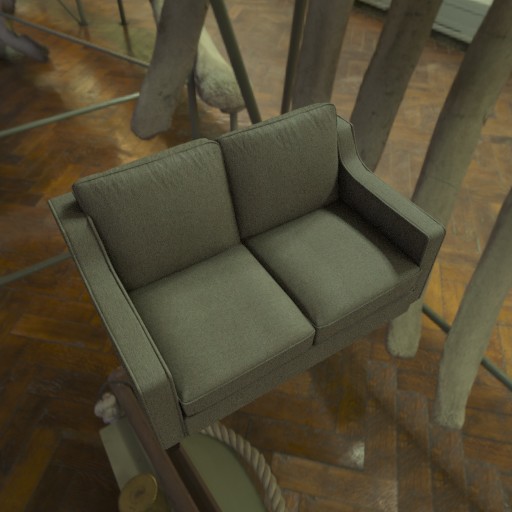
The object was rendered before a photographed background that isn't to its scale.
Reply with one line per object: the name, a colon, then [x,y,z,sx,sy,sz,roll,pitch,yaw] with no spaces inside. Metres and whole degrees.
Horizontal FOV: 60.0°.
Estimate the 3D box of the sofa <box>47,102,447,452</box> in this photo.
sofa: [0.000,0.000,2.121,1.503,0.981,0.985,-25,52,-21]
